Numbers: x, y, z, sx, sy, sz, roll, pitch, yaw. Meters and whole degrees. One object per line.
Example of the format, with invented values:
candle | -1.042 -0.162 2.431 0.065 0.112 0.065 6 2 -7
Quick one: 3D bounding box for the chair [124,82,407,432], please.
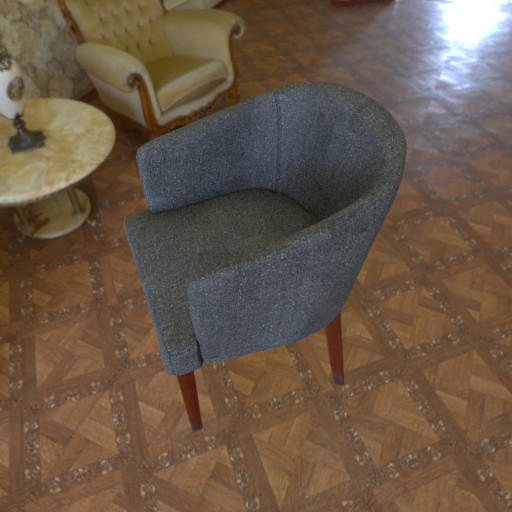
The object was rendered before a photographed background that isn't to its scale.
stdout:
chair | 0.000 0.000 1.259 0.655 0.811 0.583 -16 48 -15
